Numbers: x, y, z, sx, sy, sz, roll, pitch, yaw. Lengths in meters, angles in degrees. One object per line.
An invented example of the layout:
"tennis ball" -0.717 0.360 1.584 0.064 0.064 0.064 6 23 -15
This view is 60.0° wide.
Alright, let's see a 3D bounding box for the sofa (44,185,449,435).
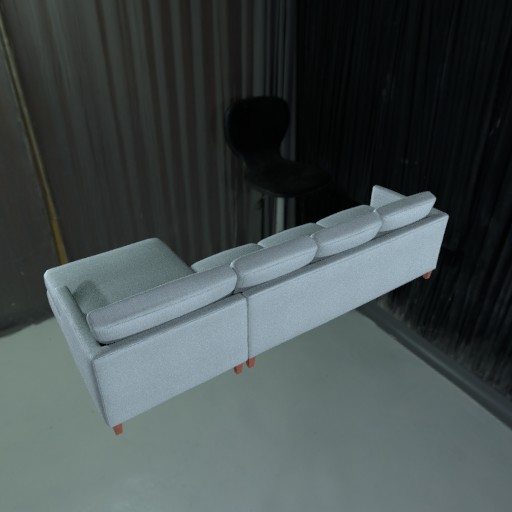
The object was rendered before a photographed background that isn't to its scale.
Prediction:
"sofa" 0.000 0.000 4.104 3.471 0.950 1.604 -20 37 -29
